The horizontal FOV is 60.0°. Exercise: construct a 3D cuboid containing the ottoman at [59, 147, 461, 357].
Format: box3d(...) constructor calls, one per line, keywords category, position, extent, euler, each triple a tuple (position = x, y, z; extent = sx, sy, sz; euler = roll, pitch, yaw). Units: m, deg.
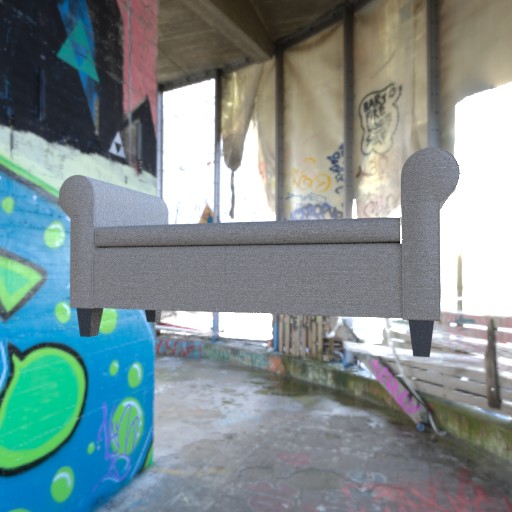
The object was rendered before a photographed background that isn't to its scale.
box3d(category="ottoman", position=(0.000, 0.000, 1.551), extent=(1.256, 0.547, 0.521), euler=(0, -1, 18))
